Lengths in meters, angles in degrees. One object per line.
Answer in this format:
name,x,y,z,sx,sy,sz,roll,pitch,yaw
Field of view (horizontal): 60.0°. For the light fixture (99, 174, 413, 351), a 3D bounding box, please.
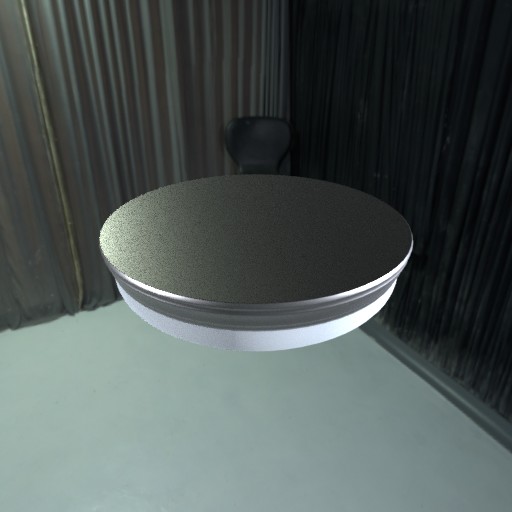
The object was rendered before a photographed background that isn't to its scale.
light fixture,0.000,0.000,0.566,0.368,0.100,0.368,0,28,0
